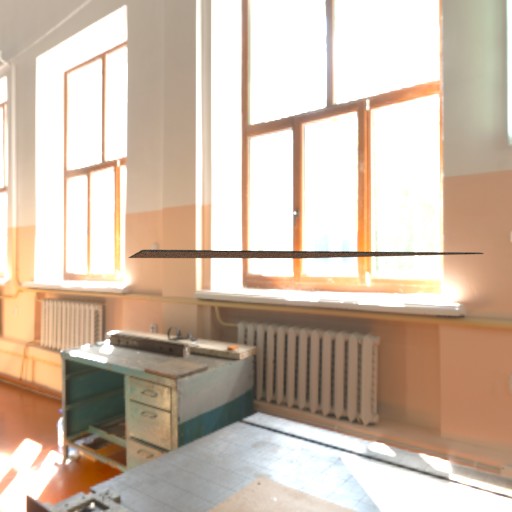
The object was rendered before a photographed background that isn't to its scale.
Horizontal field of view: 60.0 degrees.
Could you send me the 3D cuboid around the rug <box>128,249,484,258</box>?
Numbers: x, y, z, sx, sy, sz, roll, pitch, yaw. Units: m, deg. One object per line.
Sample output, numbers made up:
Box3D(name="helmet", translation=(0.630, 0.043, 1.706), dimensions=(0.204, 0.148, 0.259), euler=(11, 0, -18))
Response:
Box3D(name="rug", translation=(0.000, 0.000, 4.340), dimensions=(2.337, 0.013, 3.291), euler=(0, -1, -17))
